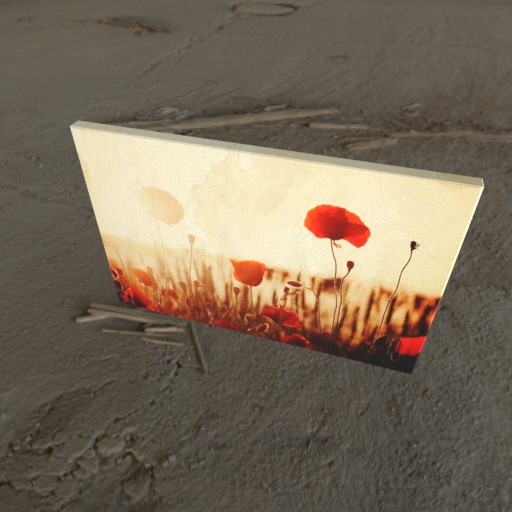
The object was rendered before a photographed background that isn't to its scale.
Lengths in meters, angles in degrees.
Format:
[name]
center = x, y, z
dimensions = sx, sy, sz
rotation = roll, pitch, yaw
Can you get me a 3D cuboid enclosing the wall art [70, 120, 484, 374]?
[wall art]
center = 0.000, 0.000, 1.152
dimensions = 0.918, 0.602, 0.038
rotation = 11, 42, 13
